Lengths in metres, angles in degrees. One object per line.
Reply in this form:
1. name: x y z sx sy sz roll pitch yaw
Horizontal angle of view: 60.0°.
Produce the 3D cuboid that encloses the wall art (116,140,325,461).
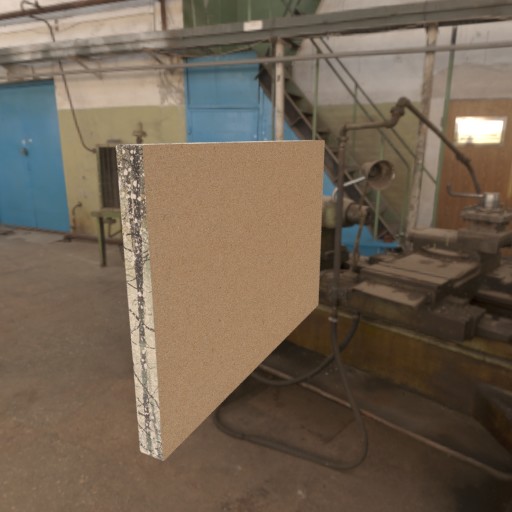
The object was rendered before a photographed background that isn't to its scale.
1. wall art: 0.000 0.000 0.798 0.042 0.398 0.618 8 17 26
